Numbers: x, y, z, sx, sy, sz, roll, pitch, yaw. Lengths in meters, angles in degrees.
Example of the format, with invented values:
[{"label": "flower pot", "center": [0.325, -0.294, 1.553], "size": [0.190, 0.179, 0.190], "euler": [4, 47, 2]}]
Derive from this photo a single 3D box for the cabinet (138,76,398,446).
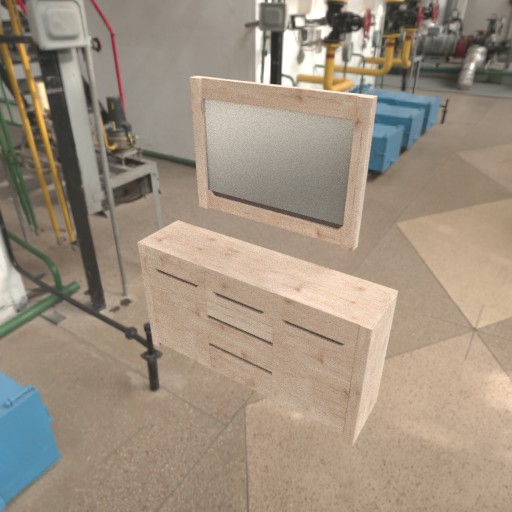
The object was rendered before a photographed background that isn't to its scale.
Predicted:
[{"label": "cabinet", "center": [0.000, 0.000, 2.790], "size": [1.700, 1.981, 0.420], "euler": [18, 35, 28]}]
